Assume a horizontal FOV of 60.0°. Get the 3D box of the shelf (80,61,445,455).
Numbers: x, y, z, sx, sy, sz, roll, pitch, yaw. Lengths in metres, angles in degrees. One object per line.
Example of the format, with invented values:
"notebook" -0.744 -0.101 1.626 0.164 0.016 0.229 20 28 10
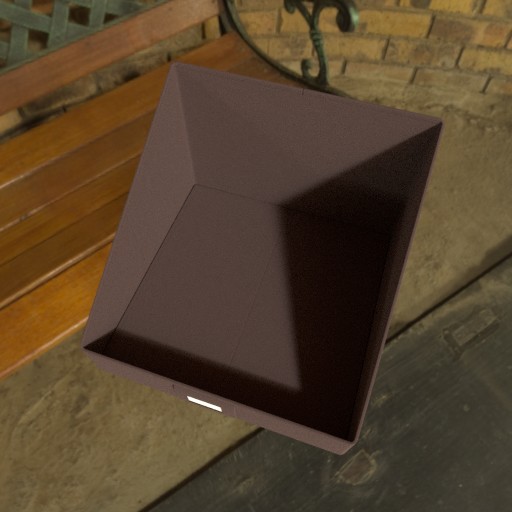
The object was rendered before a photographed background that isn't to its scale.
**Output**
"shelf" 0.000 0.000 0.471 0.292 0.210 0.292 16 59 10
